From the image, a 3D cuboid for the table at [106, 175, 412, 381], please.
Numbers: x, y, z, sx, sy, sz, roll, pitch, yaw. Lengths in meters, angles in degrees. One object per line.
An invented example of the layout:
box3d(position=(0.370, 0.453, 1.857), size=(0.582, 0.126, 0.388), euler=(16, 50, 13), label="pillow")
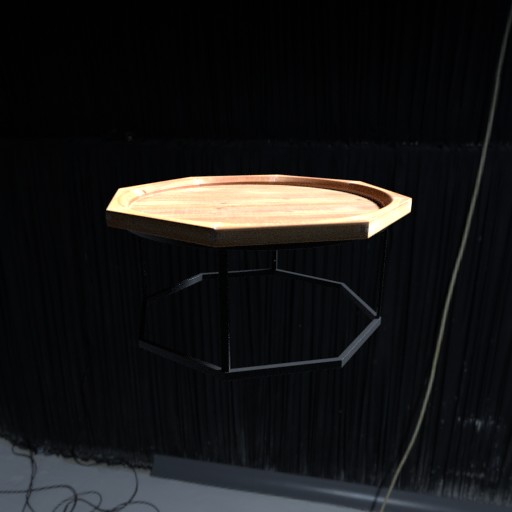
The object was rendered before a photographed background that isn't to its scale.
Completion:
box3d(position=(0.000, 0.000, 1.557), size=(1.002, 0.444, 1.002), euler=(0, 17, 0), label="table")
